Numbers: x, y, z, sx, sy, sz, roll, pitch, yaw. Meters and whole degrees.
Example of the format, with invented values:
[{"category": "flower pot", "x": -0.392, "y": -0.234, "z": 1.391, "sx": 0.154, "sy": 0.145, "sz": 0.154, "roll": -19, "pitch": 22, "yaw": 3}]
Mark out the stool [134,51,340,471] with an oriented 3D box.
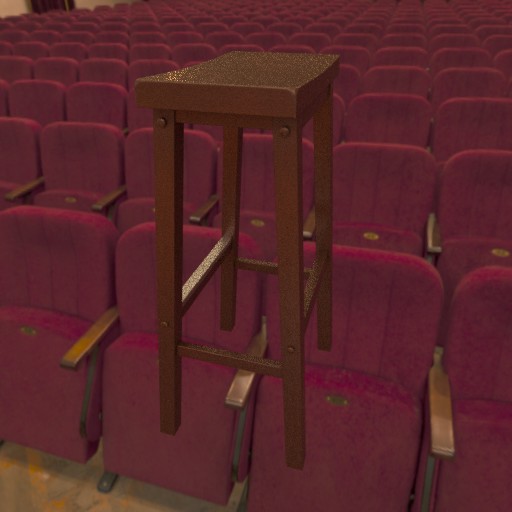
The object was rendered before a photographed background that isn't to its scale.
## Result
[{"category": "stool", "x": 0.000, "y": 0.000, "z": 0.930, "sx": 0.322, "sy": 0.742, "sz": 0.406, "roll": 9, "pitch": 31, "yaw": 15}]
